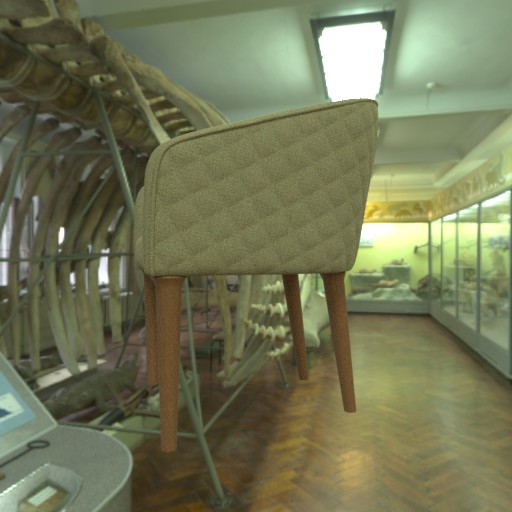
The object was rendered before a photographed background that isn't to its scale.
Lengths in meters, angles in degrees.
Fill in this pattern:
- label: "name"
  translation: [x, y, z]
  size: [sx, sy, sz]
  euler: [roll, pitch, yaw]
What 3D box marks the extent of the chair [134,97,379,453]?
- label: "chair"
  translation: [0.000, 0.000, 1.189]
  size: [0.616, 0.775, 0.584]
  euler: [0, 0, -17]
